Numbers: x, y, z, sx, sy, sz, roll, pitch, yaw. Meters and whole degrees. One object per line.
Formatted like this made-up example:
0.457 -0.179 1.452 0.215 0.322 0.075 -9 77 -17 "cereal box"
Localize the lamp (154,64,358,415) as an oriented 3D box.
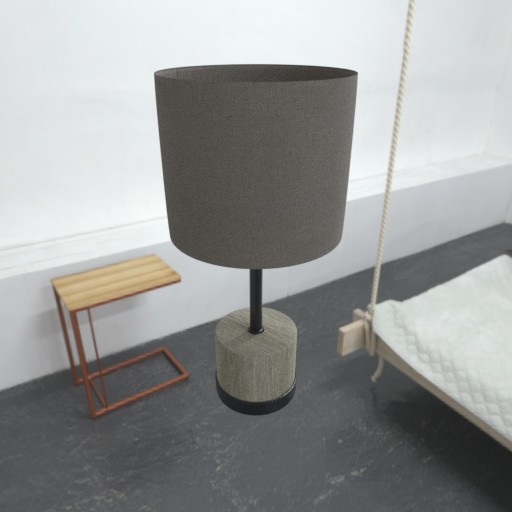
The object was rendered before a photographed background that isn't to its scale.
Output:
0.000 0.000 0.609 0.229 0.470 0.229 20 33 33 "lamp"
